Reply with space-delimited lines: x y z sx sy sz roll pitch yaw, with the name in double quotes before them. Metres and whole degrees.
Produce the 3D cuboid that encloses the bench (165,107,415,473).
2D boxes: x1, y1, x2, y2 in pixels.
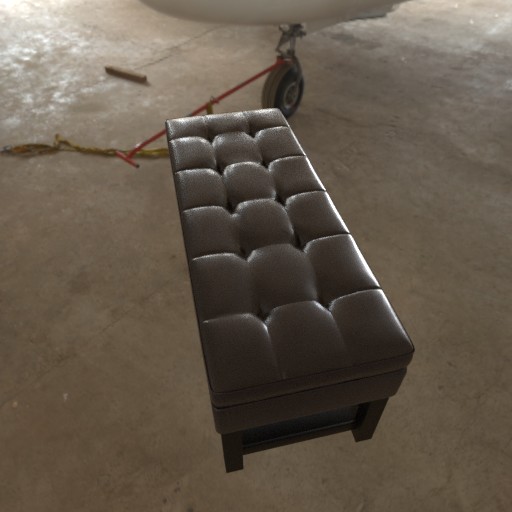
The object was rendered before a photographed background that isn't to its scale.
"bench" 0.000 0.000 1.390 0.432 0.460 1.105 -9 45 -9
